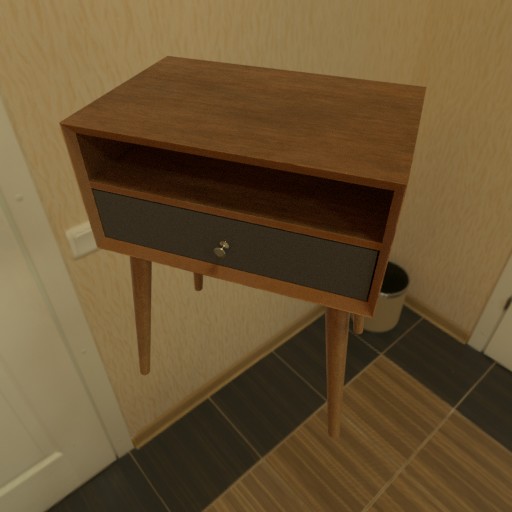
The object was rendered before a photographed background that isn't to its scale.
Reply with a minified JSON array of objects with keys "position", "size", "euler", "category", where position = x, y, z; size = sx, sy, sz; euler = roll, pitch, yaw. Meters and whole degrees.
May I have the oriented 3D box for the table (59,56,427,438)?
[{"position":[0.000,0.000,0.829],"size":[0.454,0.580,0.307],"euler":[13,43,15],"category":"table"}]
